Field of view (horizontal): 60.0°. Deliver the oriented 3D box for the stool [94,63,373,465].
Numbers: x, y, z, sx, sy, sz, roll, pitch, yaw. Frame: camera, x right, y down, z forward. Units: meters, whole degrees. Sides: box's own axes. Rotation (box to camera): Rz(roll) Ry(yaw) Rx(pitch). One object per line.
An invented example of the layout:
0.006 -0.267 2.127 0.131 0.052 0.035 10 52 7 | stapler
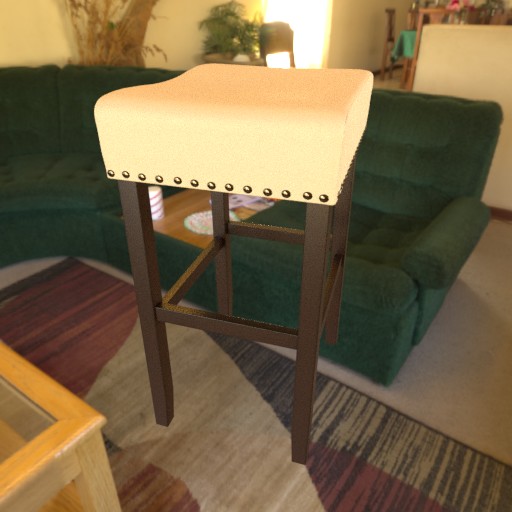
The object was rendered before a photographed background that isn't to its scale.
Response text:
0.000 0.000 1.016 0.401 0.762 0.471 9 31 15 | stool
